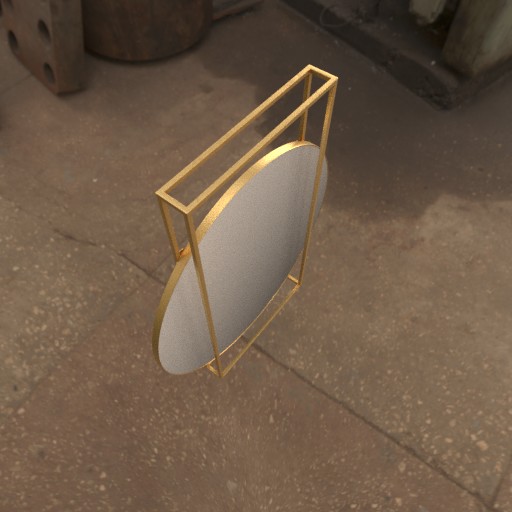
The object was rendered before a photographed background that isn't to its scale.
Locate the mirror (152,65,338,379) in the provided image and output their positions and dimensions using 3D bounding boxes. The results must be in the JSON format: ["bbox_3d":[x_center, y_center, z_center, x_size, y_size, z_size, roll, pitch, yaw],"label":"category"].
[{"bbox_3d":[0.000,0.000,0.827,0.051,0.603,0.508,34,63,20],"label":"mirror"}]
